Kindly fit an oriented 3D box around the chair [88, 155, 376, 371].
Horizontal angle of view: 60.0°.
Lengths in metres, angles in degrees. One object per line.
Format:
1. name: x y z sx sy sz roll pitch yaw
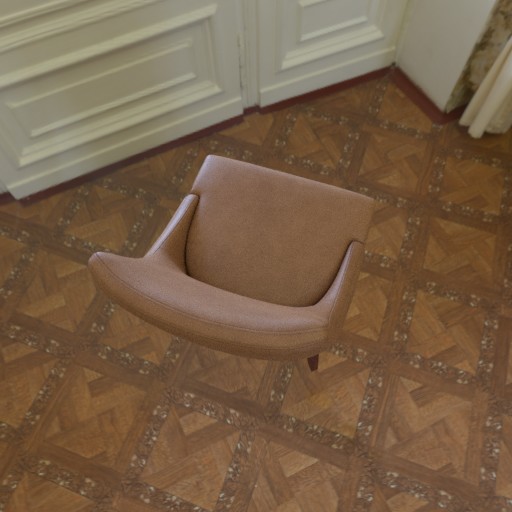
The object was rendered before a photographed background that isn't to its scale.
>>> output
1. chair: 0.000 0.000 1.473 0.701 0.909 0.861 17 64 9
